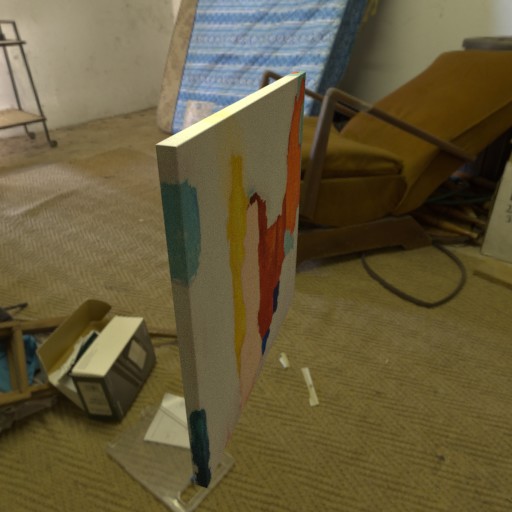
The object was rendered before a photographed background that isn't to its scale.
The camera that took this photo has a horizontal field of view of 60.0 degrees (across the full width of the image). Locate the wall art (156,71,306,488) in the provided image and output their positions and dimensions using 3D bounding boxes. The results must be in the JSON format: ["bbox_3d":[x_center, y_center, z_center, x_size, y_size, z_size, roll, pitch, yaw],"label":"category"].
[{"bbox_3d":[0.000,0.000,1.471,0.044,1.017,1.017,10,31,16],"label":"wall art"}]
